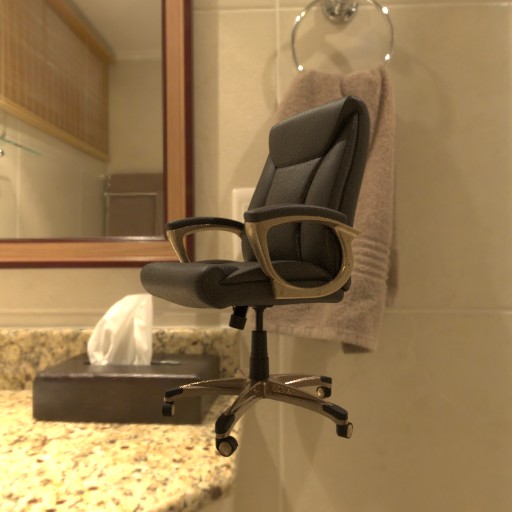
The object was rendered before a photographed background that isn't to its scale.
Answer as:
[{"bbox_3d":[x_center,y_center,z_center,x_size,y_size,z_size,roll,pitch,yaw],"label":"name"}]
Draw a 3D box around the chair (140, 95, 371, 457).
[{"bbox_3d":[0.000,0.000,1.641,0.748,1.188,0.694,0,0,-36],"label":"chair"}]
